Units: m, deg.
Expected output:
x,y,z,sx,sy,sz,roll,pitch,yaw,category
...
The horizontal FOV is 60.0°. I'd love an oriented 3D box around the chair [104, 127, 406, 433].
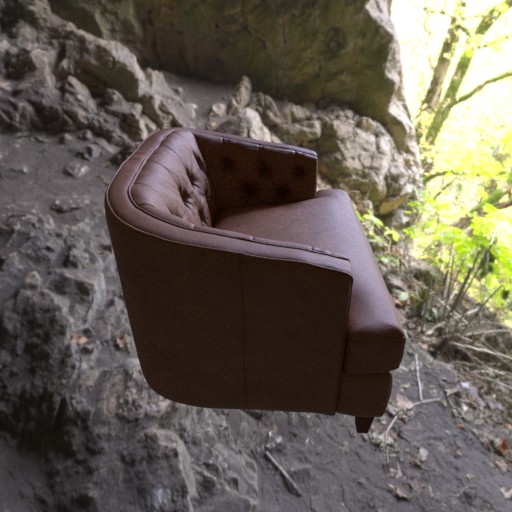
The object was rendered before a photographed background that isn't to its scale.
x,y,z,sx,sy,sz,roll,pitch,yaw,category
0.000,0.000,1.758,0.911,0.836,1.119,1,30,1,chair
